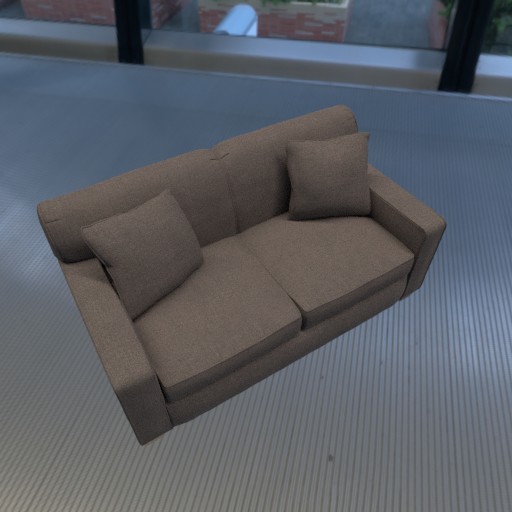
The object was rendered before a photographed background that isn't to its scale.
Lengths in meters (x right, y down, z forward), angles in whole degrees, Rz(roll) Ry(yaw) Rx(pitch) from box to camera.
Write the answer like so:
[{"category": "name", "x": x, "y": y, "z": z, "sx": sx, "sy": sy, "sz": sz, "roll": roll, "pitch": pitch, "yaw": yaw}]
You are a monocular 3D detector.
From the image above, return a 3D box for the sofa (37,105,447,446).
[{"category": "sofa", "x": 0.000, "y": 0.000, "z": 2.401, "sx": 1.846, "sy": 0.958, "sz": 1.000, "roll": -24, "pitch": 51, "yaw": -21}]
